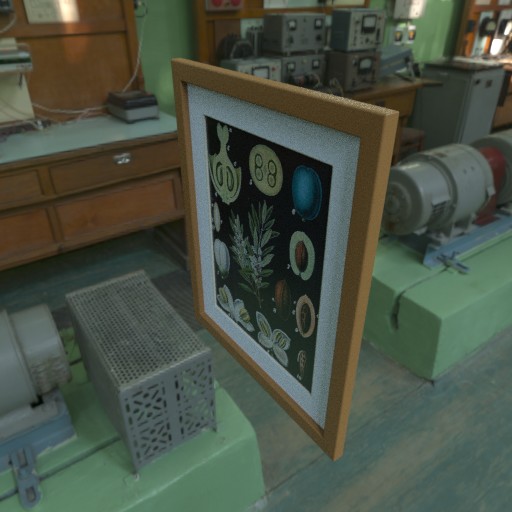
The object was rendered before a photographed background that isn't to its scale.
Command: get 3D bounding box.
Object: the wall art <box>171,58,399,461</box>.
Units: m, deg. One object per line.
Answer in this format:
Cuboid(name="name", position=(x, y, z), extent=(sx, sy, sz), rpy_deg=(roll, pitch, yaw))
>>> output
Cuboid(name="wall art", position=(0.000, 0.000, 0.728), extent=(0.021, 0.550, 0.449), rpy_deg=(-21, 37, -30))
